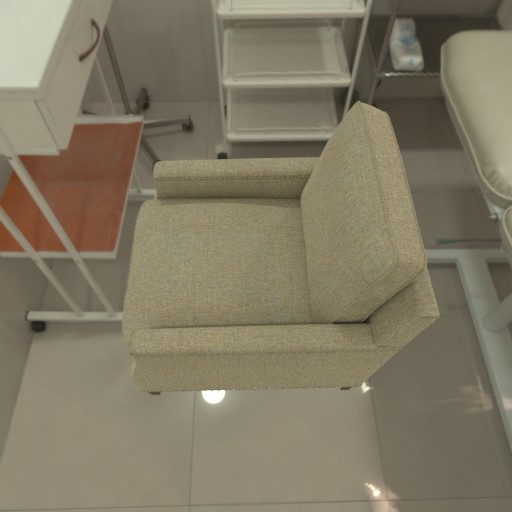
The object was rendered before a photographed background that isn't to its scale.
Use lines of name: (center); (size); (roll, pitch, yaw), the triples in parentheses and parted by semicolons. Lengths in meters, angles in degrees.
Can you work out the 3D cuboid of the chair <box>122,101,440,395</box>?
chair: (0.000, 0.000, 1.727); (1.014, 0.943, 0.853); (-1, 58, -1)
